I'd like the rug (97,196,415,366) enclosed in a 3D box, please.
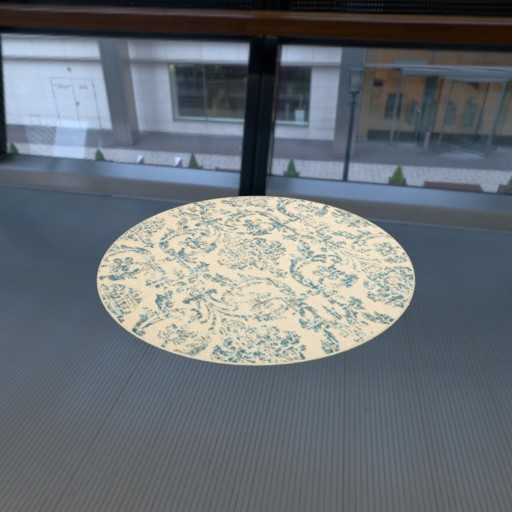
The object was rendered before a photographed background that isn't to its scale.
[{"bbox_3d":[0.000,0.000,2.322,1.593,0.012,1.593,0,31,0],"label":"rug"}]
